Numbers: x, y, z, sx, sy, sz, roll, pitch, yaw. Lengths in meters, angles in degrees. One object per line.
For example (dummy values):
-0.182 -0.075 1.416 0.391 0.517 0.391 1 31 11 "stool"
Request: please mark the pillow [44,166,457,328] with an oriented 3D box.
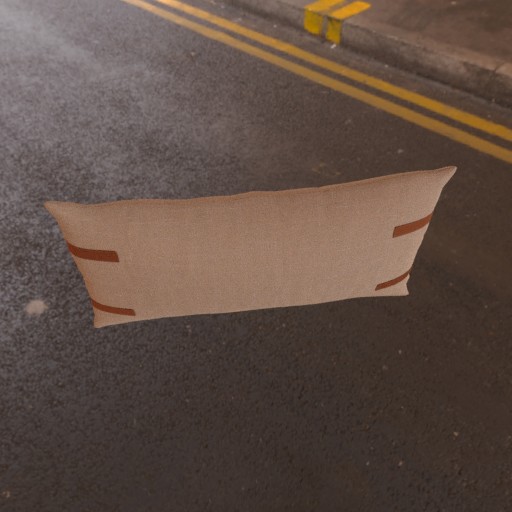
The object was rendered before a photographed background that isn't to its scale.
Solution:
0.000 0.000 0.747 0.612 0.308 0.148 -5 47 -5 "pillow"
